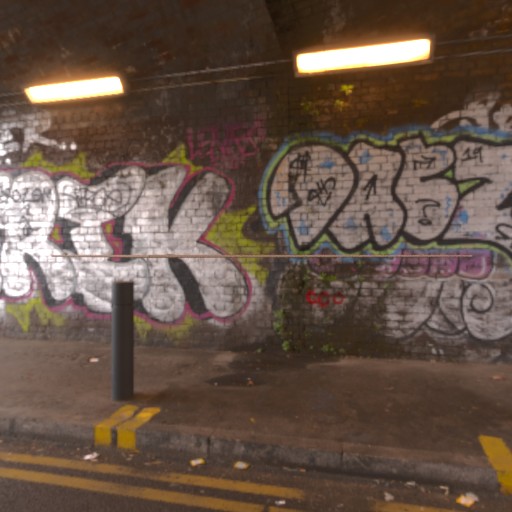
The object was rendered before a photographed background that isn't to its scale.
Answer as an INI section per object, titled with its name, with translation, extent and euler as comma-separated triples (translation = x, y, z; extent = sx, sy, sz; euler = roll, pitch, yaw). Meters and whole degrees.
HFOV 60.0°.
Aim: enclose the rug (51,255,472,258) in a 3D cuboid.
[rug]
translation = 0.000, 0.000, 4.097
extent = 3.046, 0.015, 2.446
euler = 0, 0, -35
